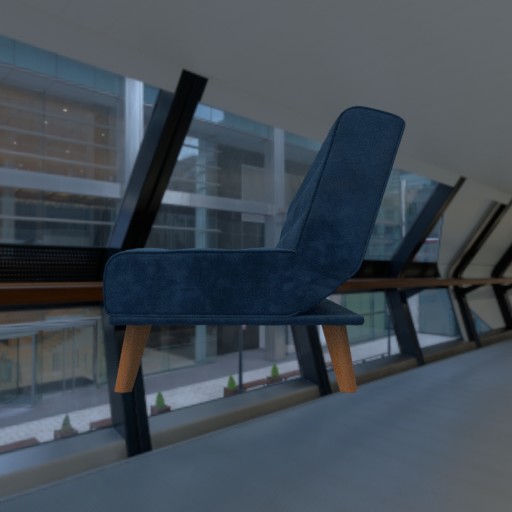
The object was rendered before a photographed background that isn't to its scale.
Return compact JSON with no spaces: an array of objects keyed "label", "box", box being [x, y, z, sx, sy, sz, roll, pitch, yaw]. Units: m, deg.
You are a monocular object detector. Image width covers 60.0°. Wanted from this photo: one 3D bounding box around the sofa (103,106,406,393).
[{"label":"sofa","box":[0.000,0.000,2.144,0.855,0.813,1.804,0,-1,0]}]
